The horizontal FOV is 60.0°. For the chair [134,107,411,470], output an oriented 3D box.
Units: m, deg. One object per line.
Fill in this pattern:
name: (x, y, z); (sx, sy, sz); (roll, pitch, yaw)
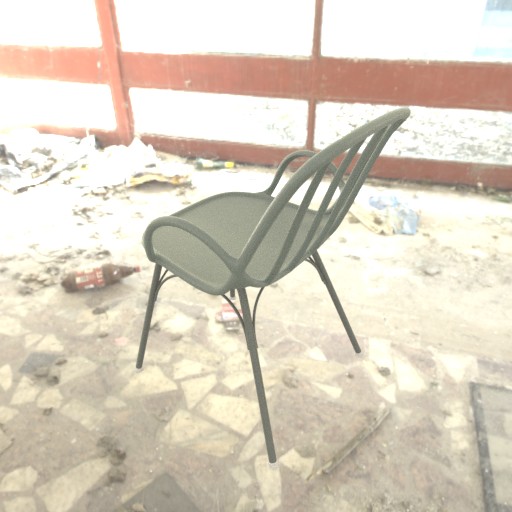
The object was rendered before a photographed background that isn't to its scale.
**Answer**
chair: (0.000, 0.000, 1.180); (0.597, 0.816, 0.549); (21, 38, 31)
